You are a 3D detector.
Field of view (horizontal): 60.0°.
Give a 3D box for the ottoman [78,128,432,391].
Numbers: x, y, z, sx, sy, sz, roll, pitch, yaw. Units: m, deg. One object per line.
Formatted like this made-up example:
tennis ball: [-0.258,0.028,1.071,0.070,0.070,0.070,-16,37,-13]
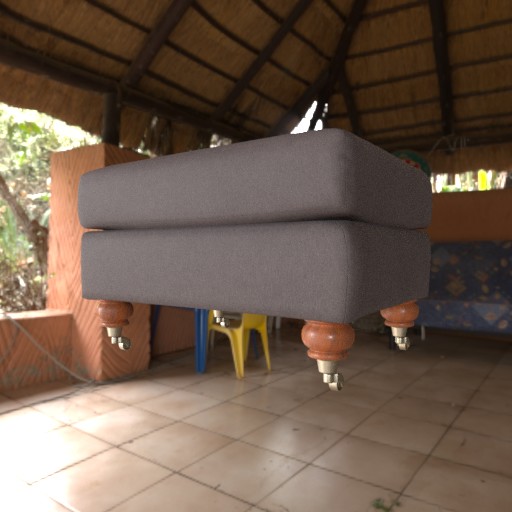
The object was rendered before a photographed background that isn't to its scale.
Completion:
ottoman: [0.000,0.000,1.151,0.773,0.497,0.574,0,0,35]
